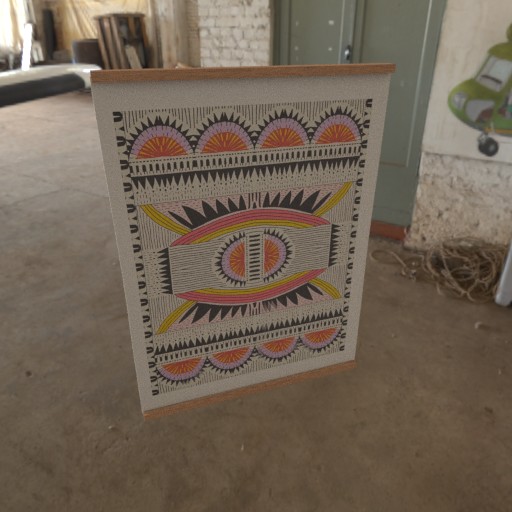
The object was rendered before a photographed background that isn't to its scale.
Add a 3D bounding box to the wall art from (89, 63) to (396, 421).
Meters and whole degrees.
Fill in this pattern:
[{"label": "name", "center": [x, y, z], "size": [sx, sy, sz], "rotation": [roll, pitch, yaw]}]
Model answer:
[{"label": "wall art", "center": [0.000, 0.000, 0.775], "size": [0.456, 0.609, 0.028], "rotation": [-9, 28, -17]}]
